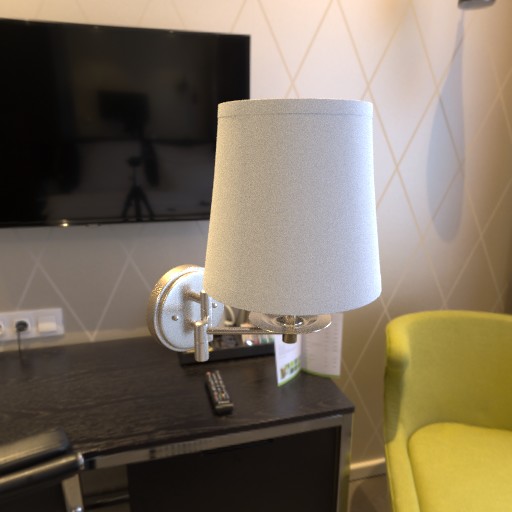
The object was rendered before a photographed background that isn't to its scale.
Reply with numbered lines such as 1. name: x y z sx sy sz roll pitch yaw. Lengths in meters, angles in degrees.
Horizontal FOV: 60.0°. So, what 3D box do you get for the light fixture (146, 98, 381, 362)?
1. light fixture: 0.000 0.000 0.602 0.348 0.381 0.223 14 20 43
